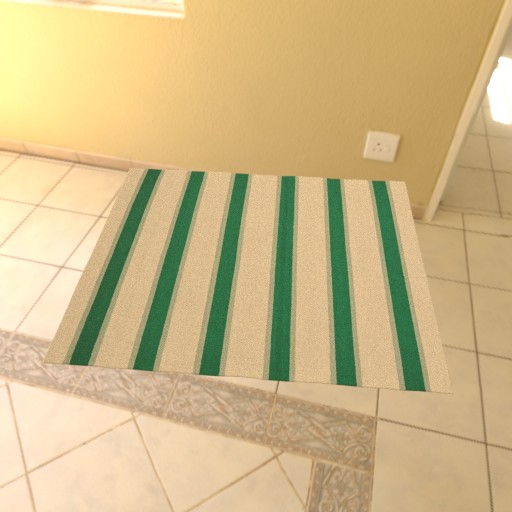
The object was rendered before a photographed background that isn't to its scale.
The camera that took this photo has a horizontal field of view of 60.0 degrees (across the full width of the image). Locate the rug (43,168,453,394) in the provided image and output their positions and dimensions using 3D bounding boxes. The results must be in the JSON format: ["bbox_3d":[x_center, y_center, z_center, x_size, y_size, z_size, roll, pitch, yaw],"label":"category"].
[{"bbox_3d":[0.000,0.000,4.070,3.041,0.019,2.434,3,48,3],"label":"rug"}]
